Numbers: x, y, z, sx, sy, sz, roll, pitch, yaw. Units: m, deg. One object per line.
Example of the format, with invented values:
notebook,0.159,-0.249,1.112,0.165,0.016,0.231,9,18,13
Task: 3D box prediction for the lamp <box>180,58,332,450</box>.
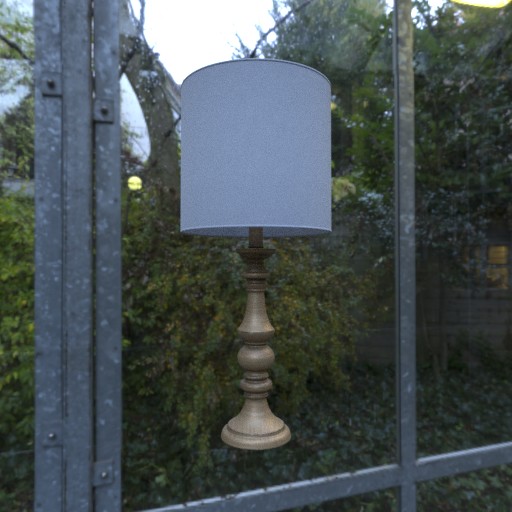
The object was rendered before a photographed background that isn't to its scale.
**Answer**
lamp,0.000,0.000,0.743,0.250,0.597,0.250,0,-1,1
